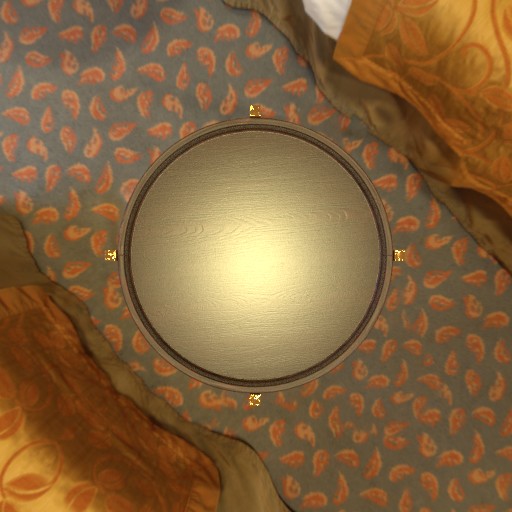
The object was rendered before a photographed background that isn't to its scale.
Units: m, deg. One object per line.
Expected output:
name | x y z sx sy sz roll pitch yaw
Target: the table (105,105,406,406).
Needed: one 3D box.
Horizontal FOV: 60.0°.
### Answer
table | 0.000 0.000 0.894 0.400 0.610 0.400 0 90 0
